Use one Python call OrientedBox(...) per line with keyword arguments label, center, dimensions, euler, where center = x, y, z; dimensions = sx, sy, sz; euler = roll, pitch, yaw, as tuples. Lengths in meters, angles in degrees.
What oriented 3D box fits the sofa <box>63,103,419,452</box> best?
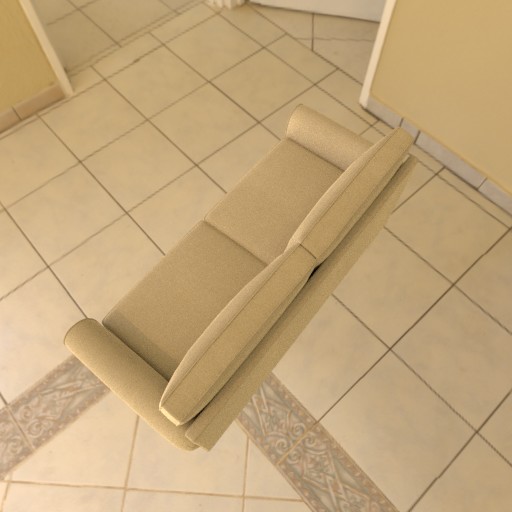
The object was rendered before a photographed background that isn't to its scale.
OrientedBox(label="sofa", center=(0.000, 0.000, 2.655), dimensions=(0.901, 0.962, 2.146), euler=(35, 69, 16))
